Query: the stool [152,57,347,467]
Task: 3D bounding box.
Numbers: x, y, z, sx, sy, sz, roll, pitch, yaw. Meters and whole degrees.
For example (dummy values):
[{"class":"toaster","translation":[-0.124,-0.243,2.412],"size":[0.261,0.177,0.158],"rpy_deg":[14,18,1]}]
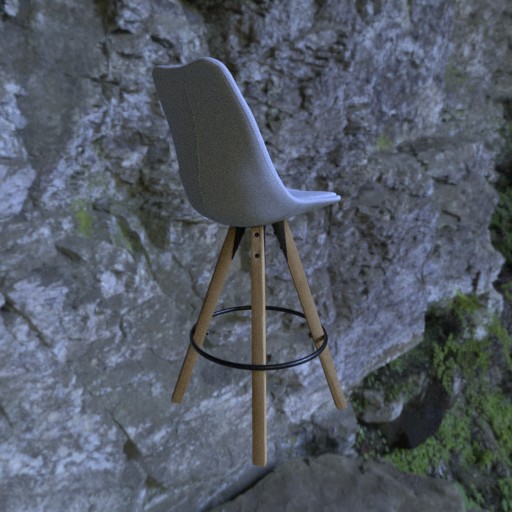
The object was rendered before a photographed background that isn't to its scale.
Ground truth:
[{"class":"stool","translation":[0.000,0.000,1.437],"size":[0.550,1.115,0.484],"rpy_deg":[-15,22,-42]}]
